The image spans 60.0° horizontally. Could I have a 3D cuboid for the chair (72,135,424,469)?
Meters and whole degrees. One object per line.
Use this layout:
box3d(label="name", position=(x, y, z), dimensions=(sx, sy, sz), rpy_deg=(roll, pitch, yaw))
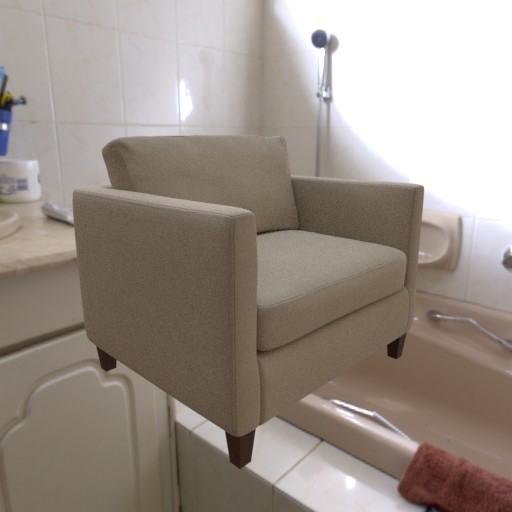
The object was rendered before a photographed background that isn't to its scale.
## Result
box3d(label="chair", position=(0.000, 0.000, 1.809), dimensions=(0.959, 0.961, 1.107), rpy_deg=(14, 20, 43))
